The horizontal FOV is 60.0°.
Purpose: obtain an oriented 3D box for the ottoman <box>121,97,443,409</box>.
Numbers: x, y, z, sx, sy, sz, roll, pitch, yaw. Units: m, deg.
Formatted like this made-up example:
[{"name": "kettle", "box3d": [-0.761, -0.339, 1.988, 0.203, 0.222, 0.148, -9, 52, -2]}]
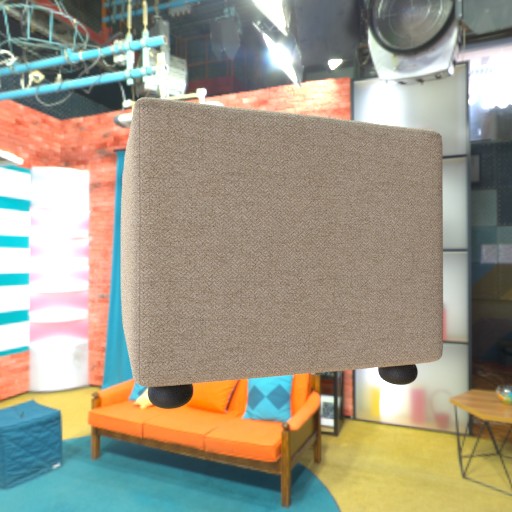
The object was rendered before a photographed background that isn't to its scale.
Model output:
[{"name": "ottoman", "box3d": [0.000, 0.000, 0.877, 0.508, 0.432, 0.508, 0, -1, -18]}]
